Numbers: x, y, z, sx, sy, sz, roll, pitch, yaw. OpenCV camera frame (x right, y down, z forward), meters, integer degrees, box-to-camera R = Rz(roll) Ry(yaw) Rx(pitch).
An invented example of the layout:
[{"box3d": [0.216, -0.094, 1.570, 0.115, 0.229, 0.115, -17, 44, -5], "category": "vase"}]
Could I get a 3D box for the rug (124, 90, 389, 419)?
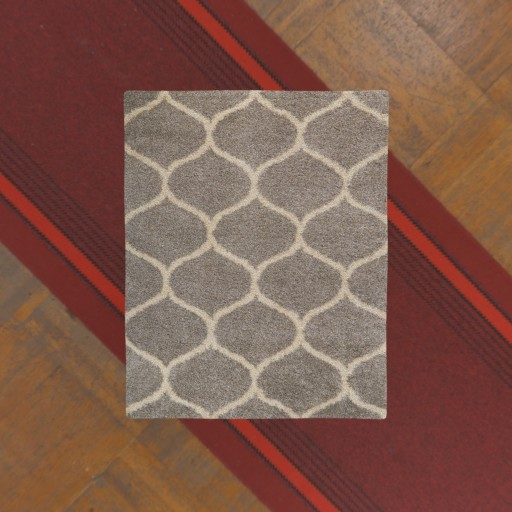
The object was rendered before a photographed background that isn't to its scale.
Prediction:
[{"box3d": [0.000, 0.000, 4.050, 2.399, 0.026, 3.000, 0, 91, 0], "category": "rug"}]
